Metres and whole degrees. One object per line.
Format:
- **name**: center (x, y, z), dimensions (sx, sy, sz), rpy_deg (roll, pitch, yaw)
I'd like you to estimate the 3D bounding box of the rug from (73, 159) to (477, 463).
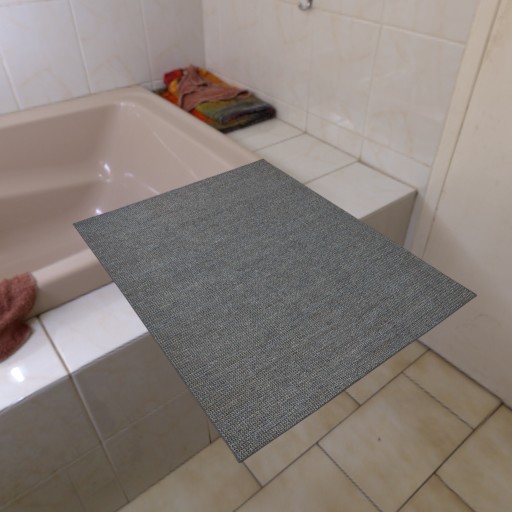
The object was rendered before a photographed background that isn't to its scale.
- **rug**: center (0.000, 0.000, 4.166), dimensions (2.456, 0.021, 3.068), rpy_deg (-25, 46, -27)
